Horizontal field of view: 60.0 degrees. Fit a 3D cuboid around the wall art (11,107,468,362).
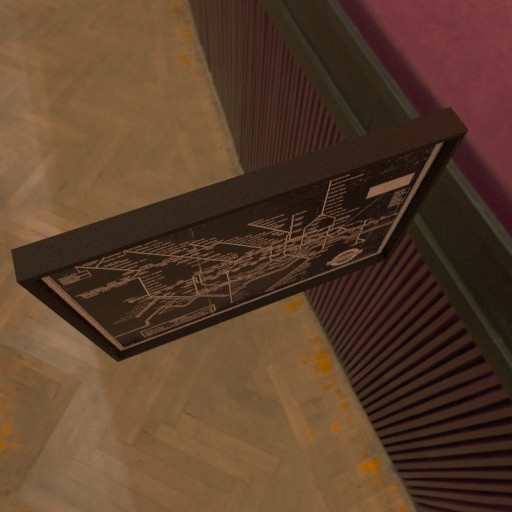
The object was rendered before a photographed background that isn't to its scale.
[{"bbox_3d":[0.000,0.000,0.829,0.671,0.456,0.051,-20,66,-9],"label":"wall art"}]
